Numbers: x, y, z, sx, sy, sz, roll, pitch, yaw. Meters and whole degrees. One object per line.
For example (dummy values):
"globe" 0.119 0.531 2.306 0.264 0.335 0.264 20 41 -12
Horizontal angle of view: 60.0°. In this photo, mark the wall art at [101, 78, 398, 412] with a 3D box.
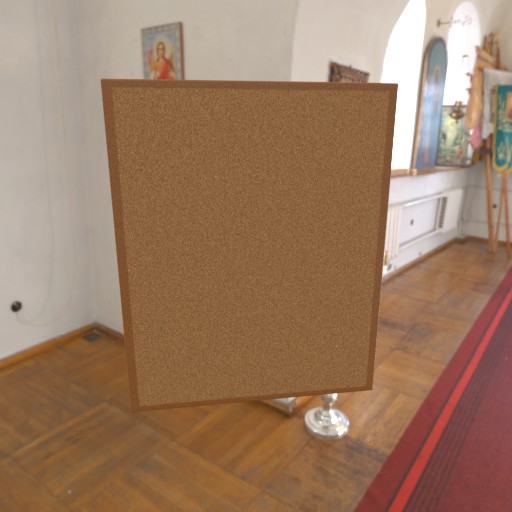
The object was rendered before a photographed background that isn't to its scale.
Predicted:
"wall art" 0.000 0.000 0.752 0.452 0.553 0.022 -2 16 -8
